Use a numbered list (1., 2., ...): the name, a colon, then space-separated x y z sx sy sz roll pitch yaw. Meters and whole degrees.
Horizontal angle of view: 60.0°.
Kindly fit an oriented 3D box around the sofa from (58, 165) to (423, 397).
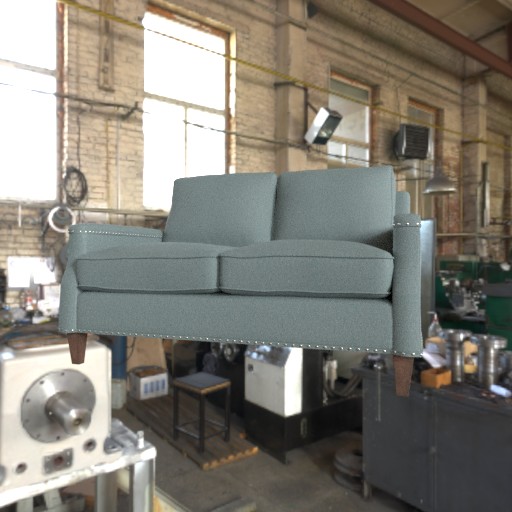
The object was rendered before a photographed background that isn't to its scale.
1. sofa: 0.000 0.000 2.285 1.597 1.003 1.084 0 0 19
